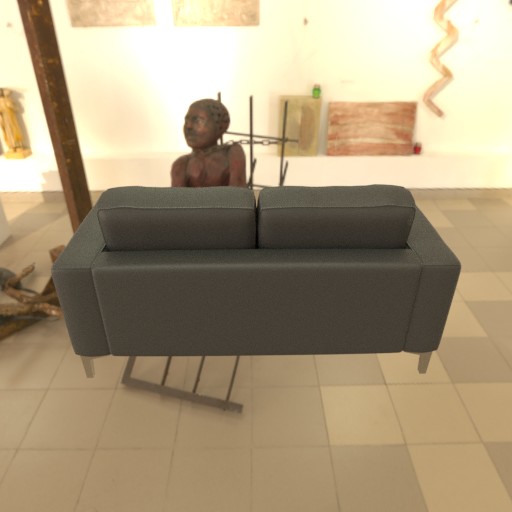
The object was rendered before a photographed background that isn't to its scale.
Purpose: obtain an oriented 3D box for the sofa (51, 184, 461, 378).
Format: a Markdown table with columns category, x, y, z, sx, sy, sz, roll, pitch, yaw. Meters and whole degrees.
| category | x | y | z | sx | sy | sz | roll | pitch | yaw |
| --- | --- | --- | --- | --- | --- | --- | --- | --- | --- |
| sofa | 0.000 | 0.000 | 2.246 | 1.726 | 0.893 | 0.833 | -1 | 31 | -1 |
